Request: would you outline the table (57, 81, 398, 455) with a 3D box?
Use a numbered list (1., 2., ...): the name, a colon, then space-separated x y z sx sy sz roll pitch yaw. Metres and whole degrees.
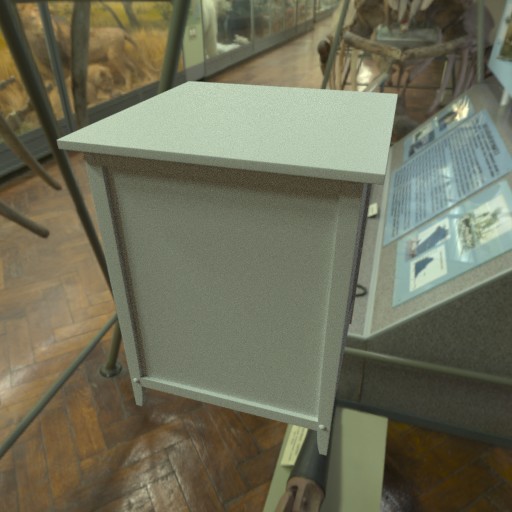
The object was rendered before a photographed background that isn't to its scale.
1. table: 0.000 0.000 0.762 0.381 0.483 0.381 9 33 14
